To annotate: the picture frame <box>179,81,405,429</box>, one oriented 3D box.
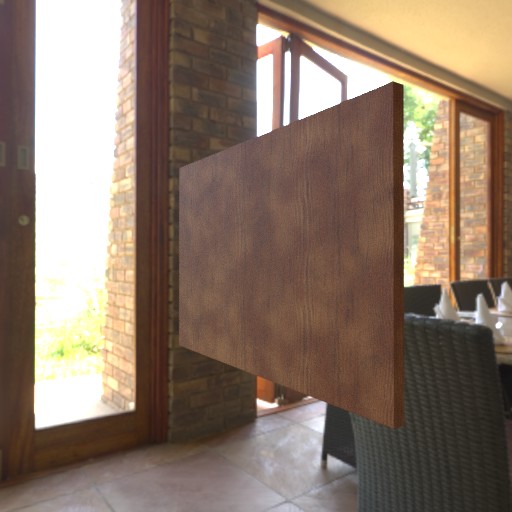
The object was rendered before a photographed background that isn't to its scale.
[{"bbox_3d":[0.000,0.000,1.217,0.029,0.640,0.950,0,-1,-34],"label":"picture frame"}]
